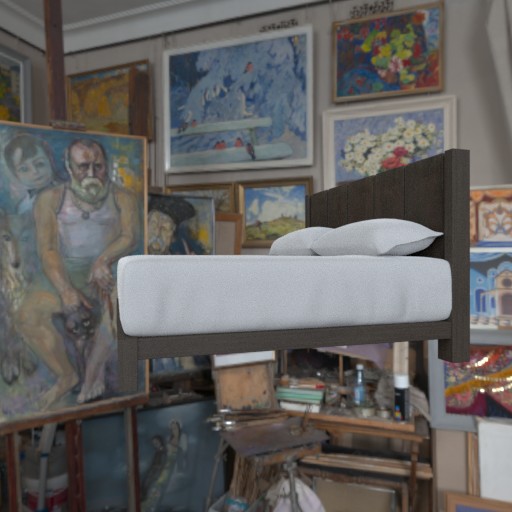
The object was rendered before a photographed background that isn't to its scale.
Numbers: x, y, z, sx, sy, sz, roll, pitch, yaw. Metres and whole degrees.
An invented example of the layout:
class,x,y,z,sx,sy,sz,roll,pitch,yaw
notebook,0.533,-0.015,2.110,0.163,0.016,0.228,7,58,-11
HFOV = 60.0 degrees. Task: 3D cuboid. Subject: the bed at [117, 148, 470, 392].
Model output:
class,x,y,z,sx,sy,sz,roll,pitch,yaw
bed,0.000,0.000,3.366,2.012,1.270,2.134,0,0,-18
